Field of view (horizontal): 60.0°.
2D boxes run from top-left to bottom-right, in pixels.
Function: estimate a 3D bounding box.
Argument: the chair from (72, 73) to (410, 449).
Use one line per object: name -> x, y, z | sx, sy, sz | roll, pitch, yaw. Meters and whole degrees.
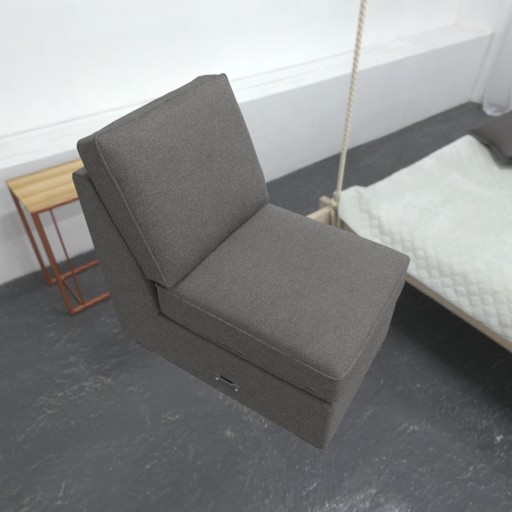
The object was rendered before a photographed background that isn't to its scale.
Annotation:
chair -> 0.000, 0.000, 1.539 | 0.938, 0.970, 0.621 | 23, 46, 24
